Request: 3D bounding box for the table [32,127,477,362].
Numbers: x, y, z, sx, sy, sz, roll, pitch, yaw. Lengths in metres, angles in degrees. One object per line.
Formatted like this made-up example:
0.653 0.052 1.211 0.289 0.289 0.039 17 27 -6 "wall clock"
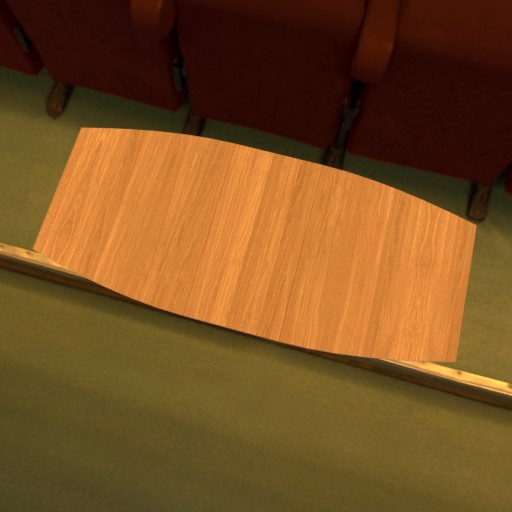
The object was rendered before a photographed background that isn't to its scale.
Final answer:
0.000 0.000 2.493 2.032 0.750 0.900 15 76 4 "table"
